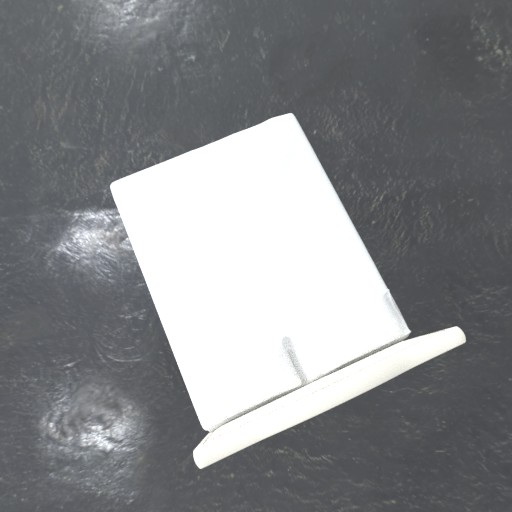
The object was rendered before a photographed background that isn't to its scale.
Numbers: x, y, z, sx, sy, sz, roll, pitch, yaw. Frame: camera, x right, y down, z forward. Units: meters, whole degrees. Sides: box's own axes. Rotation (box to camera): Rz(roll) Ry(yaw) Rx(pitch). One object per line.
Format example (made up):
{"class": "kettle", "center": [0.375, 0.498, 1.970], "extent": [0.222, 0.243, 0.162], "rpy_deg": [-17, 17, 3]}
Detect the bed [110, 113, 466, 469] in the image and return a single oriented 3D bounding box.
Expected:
{"class": "bed", "center": [0.000, 0.000, 3.383], "extent": [1.821, 1.436, 2.282], "rpy_deg": [-23, 75, -6]}
